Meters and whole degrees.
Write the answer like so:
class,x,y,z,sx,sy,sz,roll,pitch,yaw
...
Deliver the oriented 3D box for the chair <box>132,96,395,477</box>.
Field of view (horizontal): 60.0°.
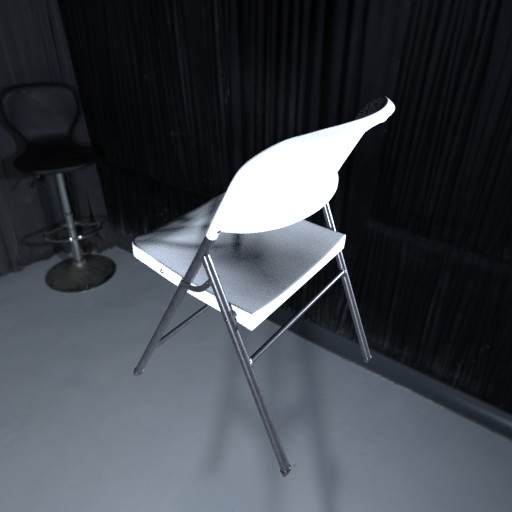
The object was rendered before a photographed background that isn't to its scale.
class,x,y,z,sx,sy,sz,roll,pitch,yaw
chair,0.000,0.000,1.147,0.566,0.810,0.494,22,38,30
